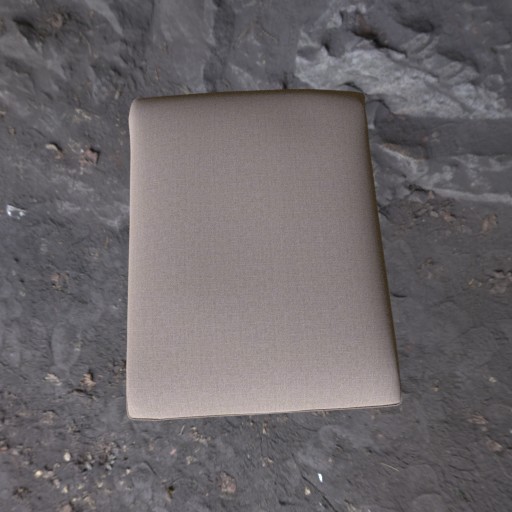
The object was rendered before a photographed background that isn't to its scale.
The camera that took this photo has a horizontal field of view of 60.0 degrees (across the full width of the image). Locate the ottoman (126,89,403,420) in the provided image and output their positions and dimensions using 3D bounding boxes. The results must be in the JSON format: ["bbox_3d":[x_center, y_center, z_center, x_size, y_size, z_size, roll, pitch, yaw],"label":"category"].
[{"bbox_3d":[0.000,0.000,1.041,0.541,0.463,0.684,-2,75,-1],"label":"ottoman"}]
